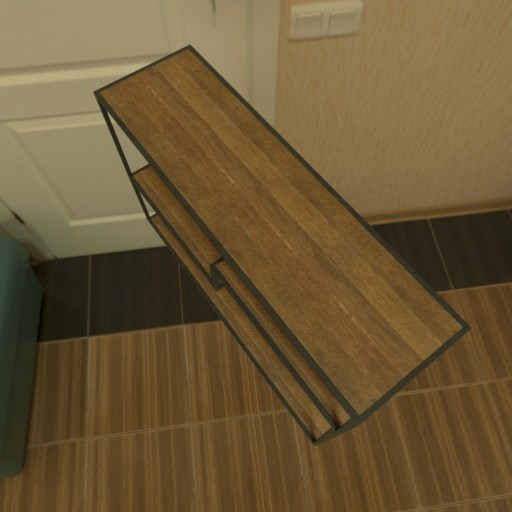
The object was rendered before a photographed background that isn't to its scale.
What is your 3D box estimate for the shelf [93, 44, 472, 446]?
[{"bbox_3d":[0.000,0.000,1.537,0.361,0.765,1.201,-34,68,-15],"label":"shelf"}]
